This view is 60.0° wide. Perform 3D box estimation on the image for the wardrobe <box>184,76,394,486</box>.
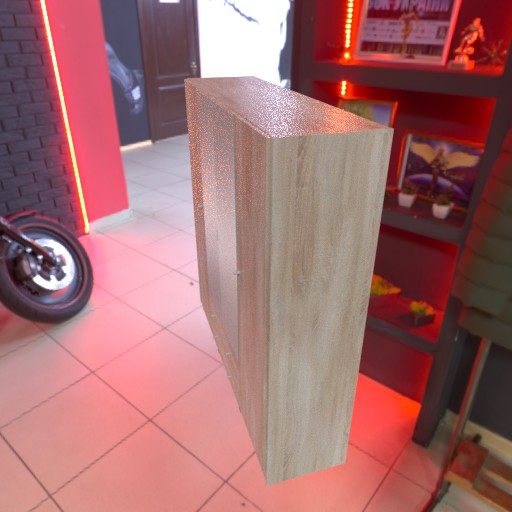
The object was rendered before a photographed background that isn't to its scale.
[{"bbox_3d":[0.000,0.000,3.152,0.598,2.159,1.998,-9,30,-15],"label":"wardrobe"}]
